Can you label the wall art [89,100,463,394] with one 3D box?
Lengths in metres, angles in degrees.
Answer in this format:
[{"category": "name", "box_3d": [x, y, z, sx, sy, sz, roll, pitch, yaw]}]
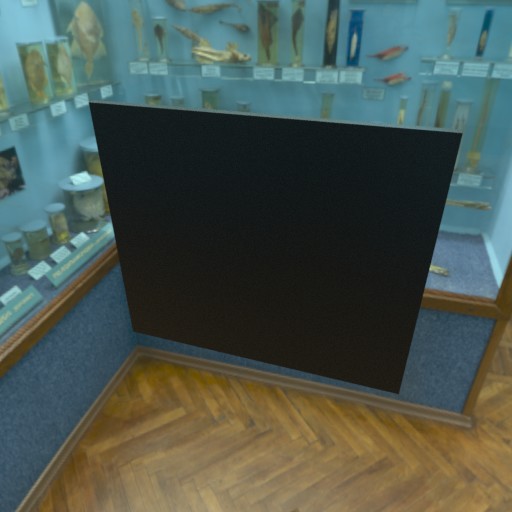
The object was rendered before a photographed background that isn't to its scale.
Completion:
[{"category": "wall art", "box_3d": [0.000, 0.000, 0.528, 0.383, 0.332, 0.012, 10, 33, 15]}]
